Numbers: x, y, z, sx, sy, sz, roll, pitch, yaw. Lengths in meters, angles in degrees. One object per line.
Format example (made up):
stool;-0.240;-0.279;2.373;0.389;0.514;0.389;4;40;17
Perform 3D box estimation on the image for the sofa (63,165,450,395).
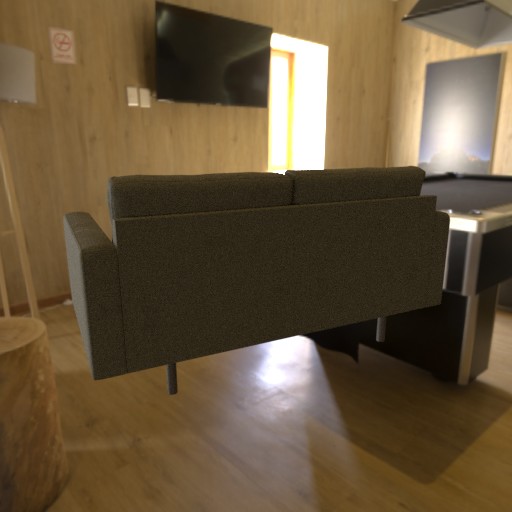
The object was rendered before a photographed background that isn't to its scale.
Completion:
sofa;0.000;0.000;2.258;1.730;0.897;0.889;-7;16;-25
